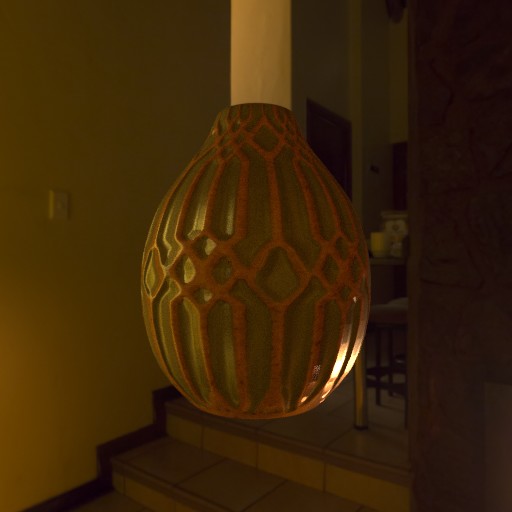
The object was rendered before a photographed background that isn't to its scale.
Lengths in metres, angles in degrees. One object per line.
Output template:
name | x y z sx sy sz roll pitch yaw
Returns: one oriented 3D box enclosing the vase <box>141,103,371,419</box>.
vase | 0.000 0.000 0.138 0.069 0.088 0.069 0 0 0
